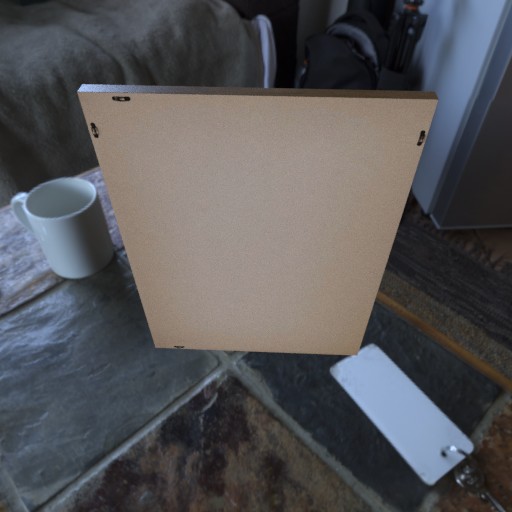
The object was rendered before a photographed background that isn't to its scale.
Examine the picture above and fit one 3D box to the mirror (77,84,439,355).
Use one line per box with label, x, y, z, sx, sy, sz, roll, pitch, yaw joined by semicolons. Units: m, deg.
mirror;0.000;0.000;1.312;0.762;1.016;0.040;2;47;2
